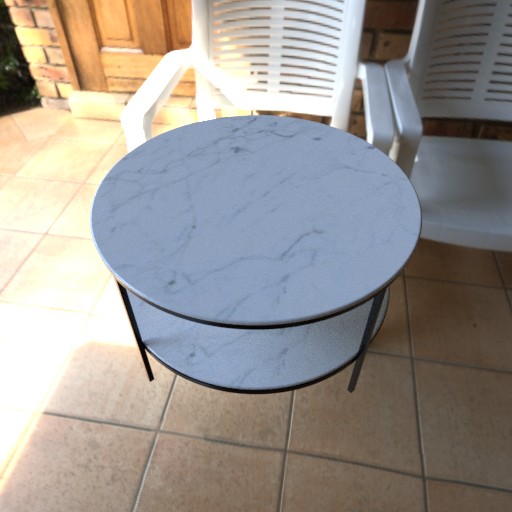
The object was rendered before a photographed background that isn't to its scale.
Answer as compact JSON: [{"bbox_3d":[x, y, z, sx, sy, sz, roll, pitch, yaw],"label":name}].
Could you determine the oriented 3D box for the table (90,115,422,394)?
[{"bbox_3d":[0.000,0.000,1.259,0.800,0.450,0.800,0,45,0],"label":"table"}]
